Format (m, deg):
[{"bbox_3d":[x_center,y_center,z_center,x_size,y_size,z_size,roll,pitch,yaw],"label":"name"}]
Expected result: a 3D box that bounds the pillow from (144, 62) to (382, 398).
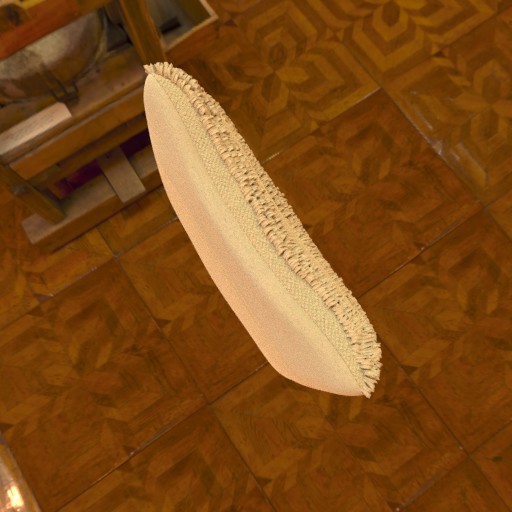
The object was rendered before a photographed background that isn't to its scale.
[{"bbox_3d":[0.000,0.000,0.659,0.145,0.427,0.437,-32,78,-7],"label":"pillow"}]
